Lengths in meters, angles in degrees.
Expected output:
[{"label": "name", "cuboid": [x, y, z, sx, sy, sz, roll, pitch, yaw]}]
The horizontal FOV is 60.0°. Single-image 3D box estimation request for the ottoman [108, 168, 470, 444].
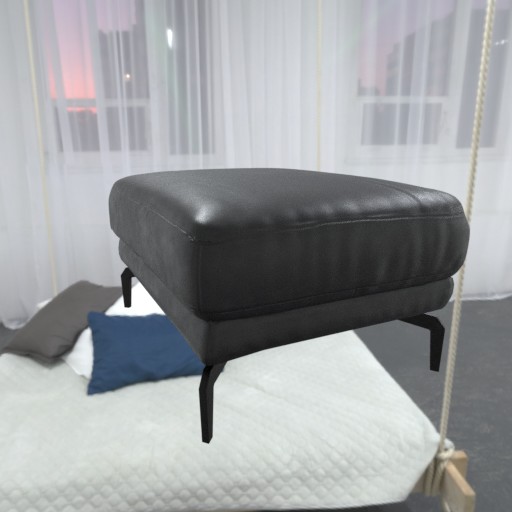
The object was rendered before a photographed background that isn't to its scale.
[{"label": "ottoman", "cuboid": [0.000, 0.000, 1.057, 0.570, 0.402, 0.764, -7, 16, -26]}]
